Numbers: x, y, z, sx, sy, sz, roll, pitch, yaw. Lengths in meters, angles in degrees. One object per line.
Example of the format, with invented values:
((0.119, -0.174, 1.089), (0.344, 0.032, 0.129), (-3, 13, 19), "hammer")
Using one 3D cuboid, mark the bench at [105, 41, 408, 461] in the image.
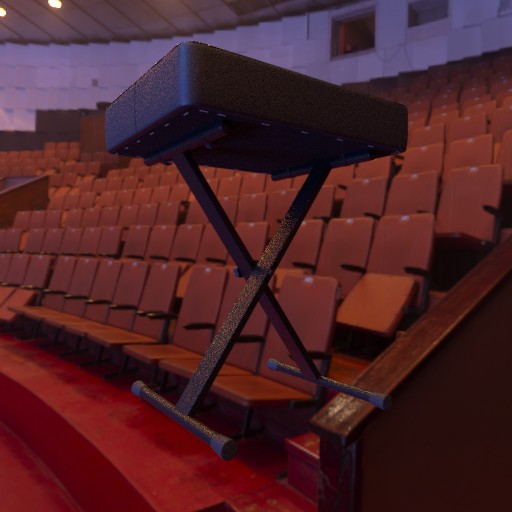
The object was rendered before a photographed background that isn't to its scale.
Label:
((0.000, 0.000, 0.756), (0.424, 0.500, 0.321), (0, 0, -35), "bench")
